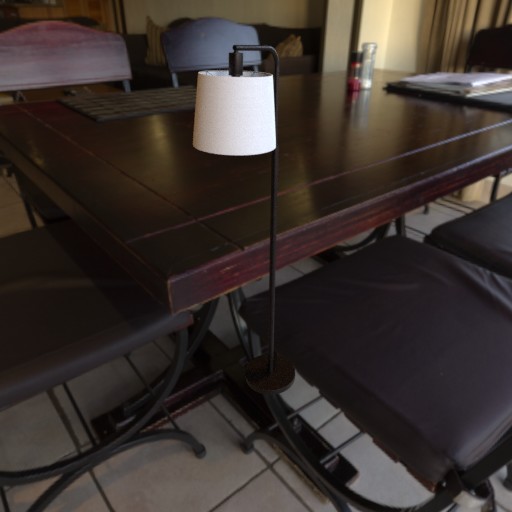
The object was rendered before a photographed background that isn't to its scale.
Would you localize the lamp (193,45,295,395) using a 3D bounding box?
[{"bbox_3d":[0.000,0.000,1.695,0.254,1.478,0.508,17,34,27],"label":"lamp"}]
